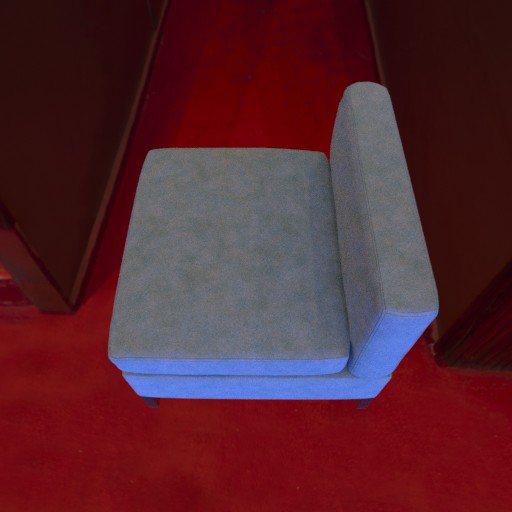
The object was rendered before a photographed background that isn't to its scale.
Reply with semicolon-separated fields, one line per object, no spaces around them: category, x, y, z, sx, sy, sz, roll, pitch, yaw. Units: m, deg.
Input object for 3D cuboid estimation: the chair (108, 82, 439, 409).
chair;0.000;0.000;1.224;0.685;0.660;0.684;0;57;0
